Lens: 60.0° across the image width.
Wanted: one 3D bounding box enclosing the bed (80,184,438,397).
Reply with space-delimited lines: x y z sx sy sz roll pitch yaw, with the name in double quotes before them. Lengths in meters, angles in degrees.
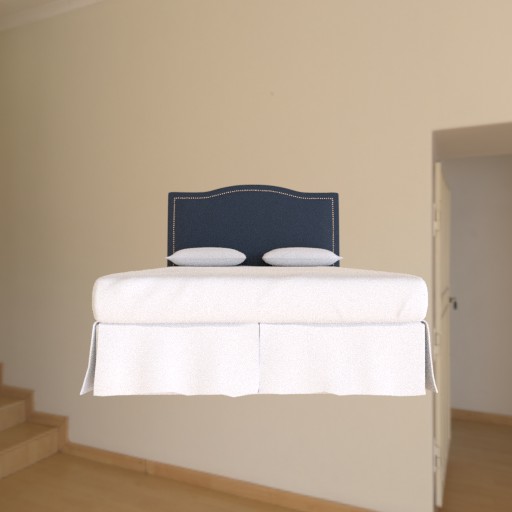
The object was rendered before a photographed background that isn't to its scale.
"bed" 0.000 0.000 3.345 1.821 1.436 2.282 0 0 -1
